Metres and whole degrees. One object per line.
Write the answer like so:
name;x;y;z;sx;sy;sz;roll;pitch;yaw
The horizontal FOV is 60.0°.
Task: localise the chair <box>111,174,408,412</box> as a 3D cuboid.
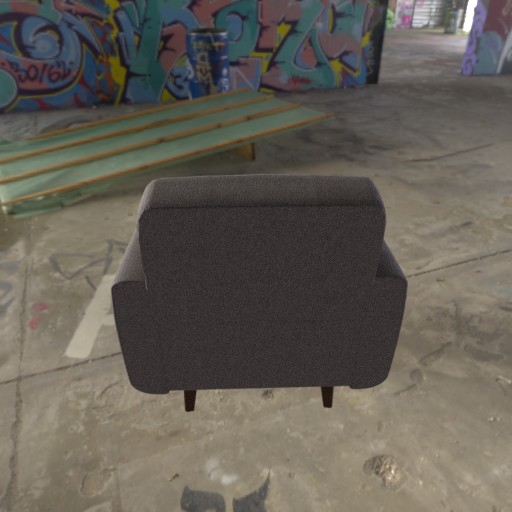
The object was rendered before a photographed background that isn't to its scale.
chair;0.000;0.000;1.593;0.831;0.839;0.907;-1;31;-2
